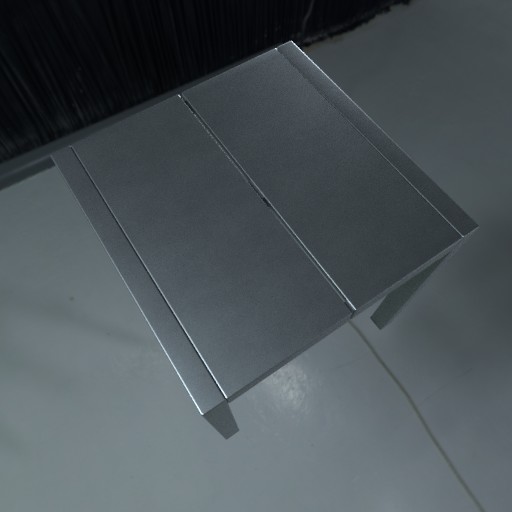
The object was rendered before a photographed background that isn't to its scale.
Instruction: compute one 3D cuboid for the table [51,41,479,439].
[{"bbox_3d":[0.000,0.000,0.952,0.508,0.508,0.508,-31,68,-14],"label":"table"}]
